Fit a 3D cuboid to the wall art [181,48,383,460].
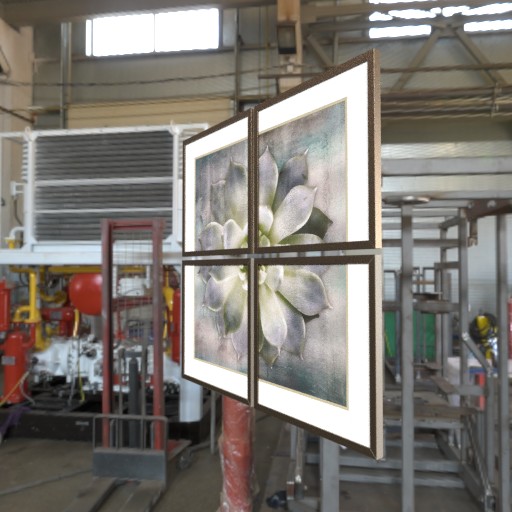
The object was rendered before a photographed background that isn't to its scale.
[{"bbox_3d":[0.000,0.000,1.529,0.030,1.032,1.032,1,-2,-37],"label":"wall art"}]
